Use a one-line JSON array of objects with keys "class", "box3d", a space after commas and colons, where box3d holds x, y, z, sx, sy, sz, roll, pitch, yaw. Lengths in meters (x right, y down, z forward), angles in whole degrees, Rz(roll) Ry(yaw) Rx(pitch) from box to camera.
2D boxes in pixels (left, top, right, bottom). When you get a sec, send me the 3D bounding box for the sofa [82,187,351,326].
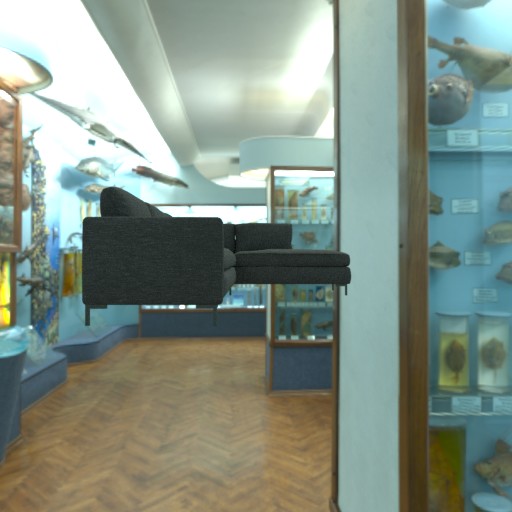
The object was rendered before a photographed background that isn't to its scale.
[{"class": "sofa", "box3d": [0.000, 0.000, 3.951, 2.007, 0.815, 2.949, 0, 0, -1]}]
